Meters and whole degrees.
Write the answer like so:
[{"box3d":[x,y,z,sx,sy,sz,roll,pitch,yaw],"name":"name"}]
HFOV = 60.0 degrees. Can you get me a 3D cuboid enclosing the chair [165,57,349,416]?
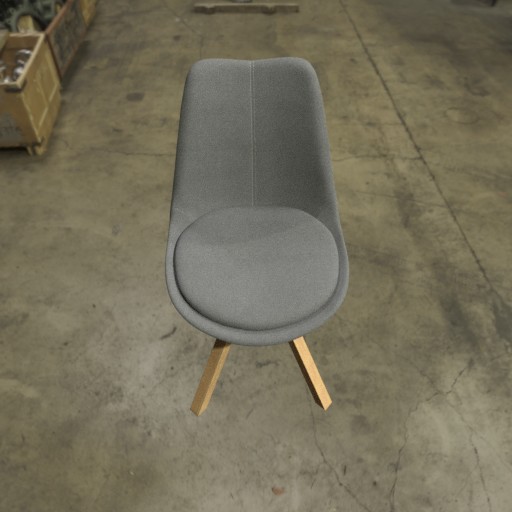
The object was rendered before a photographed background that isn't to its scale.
[{"box3d":[0.000,0.000,1.217,0.474,0.863,0.549,-2,46,-2],"name":"chair"}]
